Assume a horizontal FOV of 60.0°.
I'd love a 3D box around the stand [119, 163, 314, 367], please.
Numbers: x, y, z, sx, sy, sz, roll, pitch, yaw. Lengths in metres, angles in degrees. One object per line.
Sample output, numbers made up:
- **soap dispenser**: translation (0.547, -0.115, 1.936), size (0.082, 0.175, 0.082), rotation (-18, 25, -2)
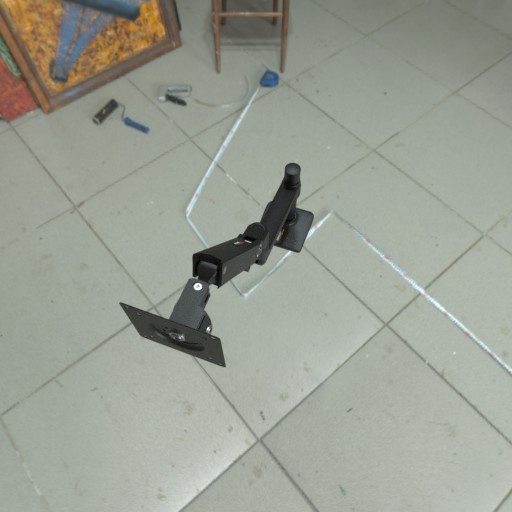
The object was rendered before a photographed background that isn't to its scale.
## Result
- **stand**: translation (0.000, 0.000, 1.039), size (0.152, 0.713, 0.650), rotation (18, 61, 10)
